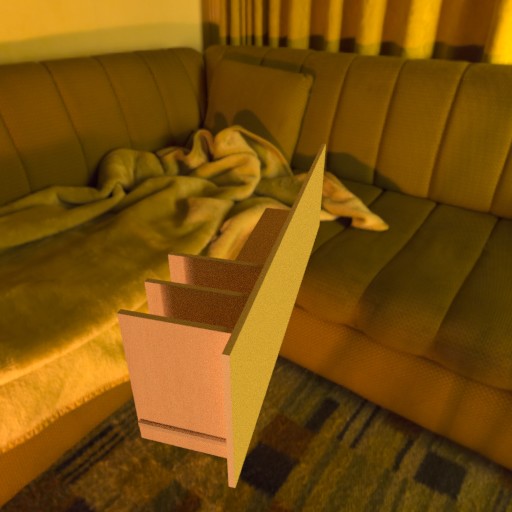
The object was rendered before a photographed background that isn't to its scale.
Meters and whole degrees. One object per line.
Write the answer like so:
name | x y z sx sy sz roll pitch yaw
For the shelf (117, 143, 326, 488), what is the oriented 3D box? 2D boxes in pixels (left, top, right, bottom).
shelf | 0.000 0.000 1.119 0.200 0.300 1.020 8 31 13
